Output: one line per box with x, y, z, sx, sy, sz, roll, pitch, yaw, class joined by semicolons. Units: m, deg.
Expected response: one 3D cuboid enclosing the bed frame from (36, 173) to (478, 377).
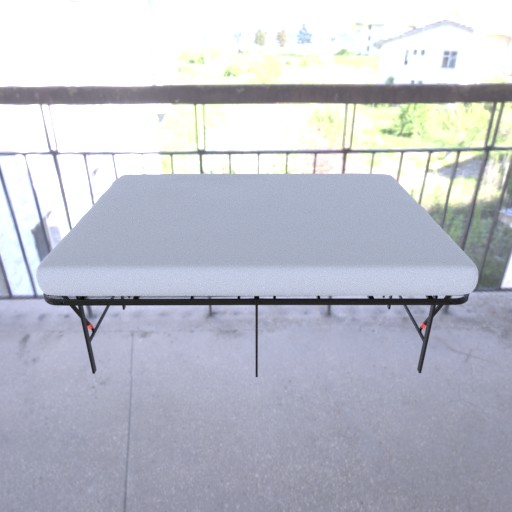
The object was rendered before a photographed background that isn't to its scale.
0.000;0.000;2.580;1.905;0.637;1.372;0;27;0;bed frame
